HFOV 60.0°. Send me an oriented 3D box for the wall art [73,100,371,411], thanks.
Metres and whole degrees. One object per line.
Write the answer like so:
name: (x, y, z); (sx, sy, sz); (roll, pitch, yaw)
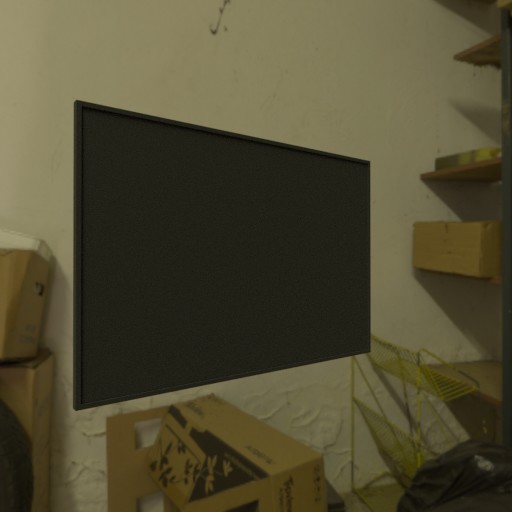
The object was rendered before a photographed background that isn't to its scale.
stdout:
wall art: (0.000, 0.000, 1.515); (1.190, 0.805, 0.028); (0, 0, -37)
